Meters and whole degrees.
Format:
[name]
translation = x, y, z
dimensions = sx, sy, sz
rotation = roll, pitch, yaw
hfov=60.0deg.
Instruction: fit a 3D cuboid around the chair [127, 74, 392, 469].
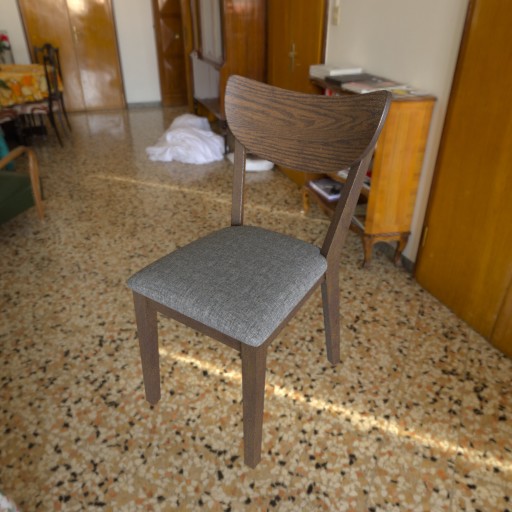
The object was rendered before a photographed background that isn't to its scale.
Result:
[chair]
translation = 0.000, 0.000, 1.217
dimensions = 0.491, 0.849, 0.583
rotation = 19, 35, 30
